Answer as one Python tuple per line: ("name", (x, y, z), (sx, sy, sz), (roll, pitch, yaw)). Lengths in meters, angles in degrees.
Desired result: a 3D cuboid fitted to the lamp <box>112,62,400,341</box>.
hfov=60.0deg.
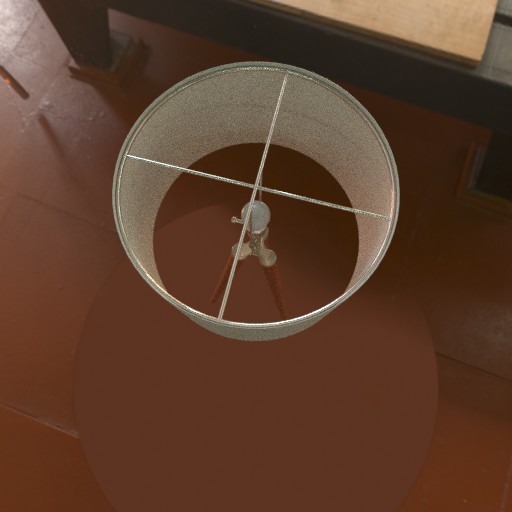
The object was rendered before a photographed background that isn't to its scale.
("lamp", (0.000, 0.000, 0.891), (0.355, 0.709, 0.354), (-34, 78, -8))
